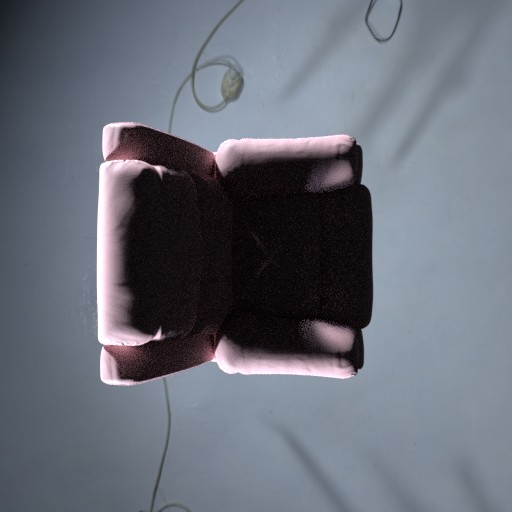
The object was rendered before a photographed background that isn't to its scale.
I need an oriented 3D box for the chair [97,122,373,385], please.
[{"bbox_3d":[0.000,0.000,1.265,0.709,0.702,0.680,0,88,0],"label":"chair"}]
